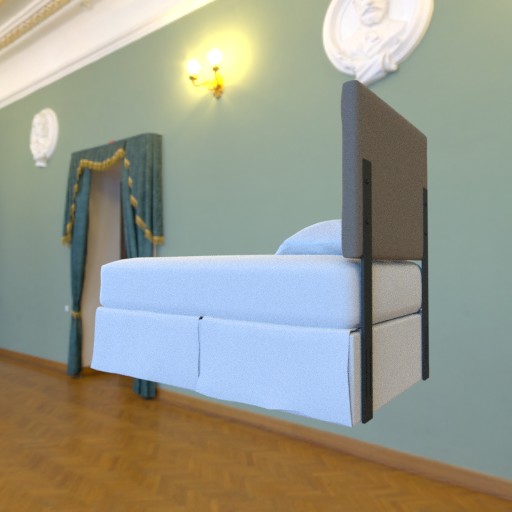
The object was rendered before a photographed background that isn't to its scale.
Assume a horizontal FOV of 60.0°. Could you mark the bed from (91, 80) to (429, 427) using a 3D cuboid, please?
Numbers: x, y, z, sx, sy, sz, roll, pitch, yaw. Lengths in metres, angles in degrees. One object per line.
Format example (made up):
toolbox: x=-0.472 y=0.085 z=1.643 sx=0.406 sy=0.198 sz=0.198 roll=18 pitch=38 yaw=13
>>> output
bed: x=0.000 y=0.000 z=3.019 sx=1.997 sy=1.571 sz=1.261 roll=-1 pitch=-2 yaw=36
